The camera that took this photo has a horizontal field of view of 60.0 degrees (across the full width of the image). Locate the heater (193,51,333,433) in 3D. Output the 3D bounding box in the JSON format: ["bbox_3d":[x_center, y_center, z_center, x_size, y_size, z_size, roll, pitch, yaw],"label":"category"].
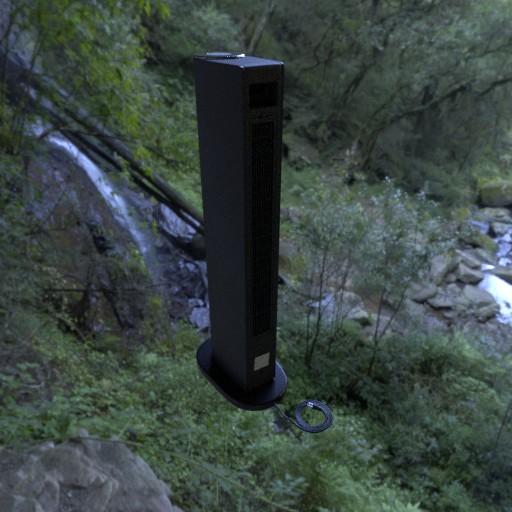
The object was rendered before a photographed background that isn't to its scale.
[{"bbox_3d":[0.000,0.000,1.051,0.214,0.856,0.458,-19,35,-29],"label":"heater"}]
